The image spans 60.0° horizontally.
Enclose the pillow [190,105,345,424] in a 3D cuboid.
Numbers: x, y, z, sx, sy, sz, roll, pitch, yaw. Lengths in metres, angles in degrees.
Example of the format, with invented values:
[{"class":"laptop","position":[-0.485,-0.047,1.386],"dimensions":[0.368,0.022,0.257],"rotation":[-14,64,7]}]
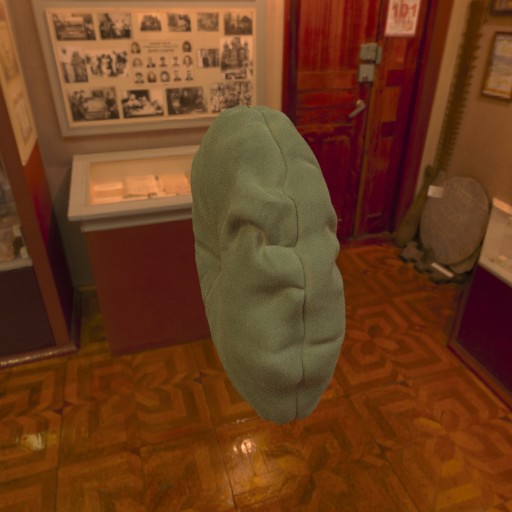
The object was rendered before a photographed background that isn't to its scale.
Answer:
[{"class":"pillow","position":[0.000,0.000,0.634],"dimensions":[0.148,0.407,0.428],"rotation":[-8,31,-13]}]
